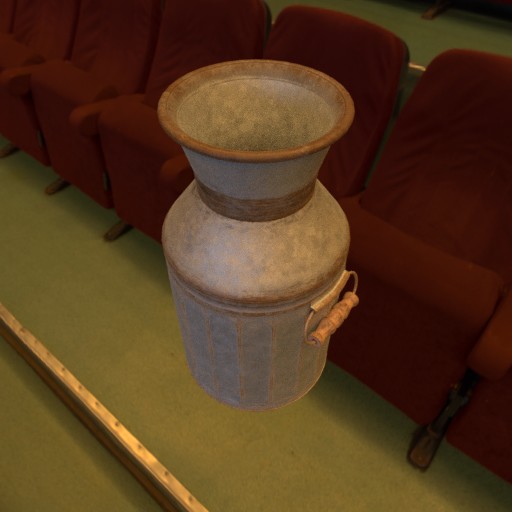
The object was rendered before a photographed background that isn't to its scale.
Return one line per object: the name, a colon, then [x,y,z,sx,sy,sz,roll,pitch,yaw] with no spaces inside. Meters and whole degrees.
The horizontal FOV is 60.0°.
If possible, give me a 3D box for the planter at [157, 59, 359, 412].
planter: [0.000,0.000,0.529,0.245,0.396,0.214,31,54,26]
